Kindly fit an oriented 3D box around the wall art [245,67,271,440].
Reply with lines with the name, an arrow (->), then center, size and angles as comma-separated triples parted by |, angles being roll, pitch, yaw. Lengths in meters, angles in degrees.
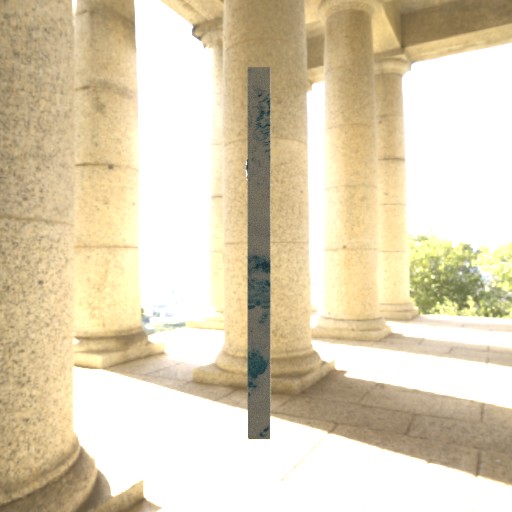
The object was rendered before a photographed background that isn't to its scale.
wall art -> 0.000, 0.000, 1.177 | 0.042, 0.610, 0.915 | 0, -1, 0
